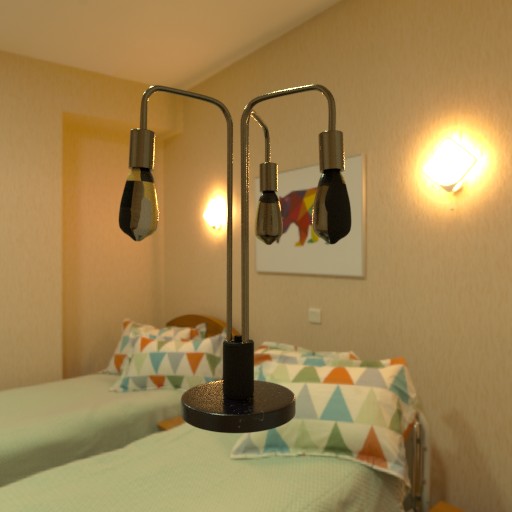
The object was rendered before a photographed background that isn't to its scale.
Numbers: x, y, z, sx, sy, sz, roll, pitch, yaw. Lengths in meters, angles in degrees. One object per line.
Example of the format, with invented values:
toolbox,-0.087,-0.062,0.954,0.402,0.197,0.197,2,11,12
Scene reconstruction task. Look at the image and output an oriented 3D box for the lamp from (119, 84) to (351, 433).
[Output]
lamp,0.000,0.000,0.809,0.355,0.560,0.368,0,0,18
